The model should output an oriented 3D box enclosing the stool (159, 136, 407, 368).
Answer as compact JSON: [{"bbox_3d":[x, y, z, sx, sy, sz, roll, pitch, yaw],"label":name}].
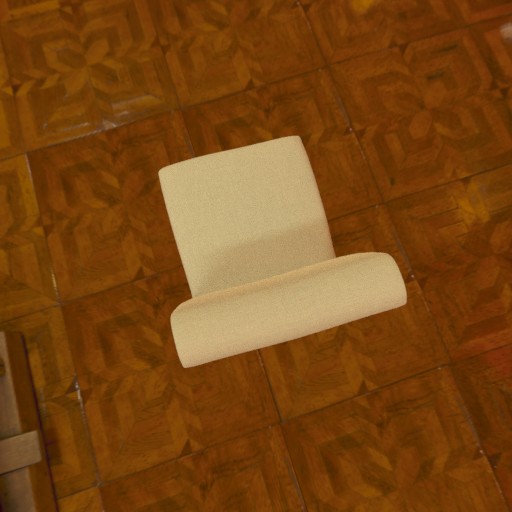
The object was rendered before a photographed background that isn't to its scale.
[{"bbox_3d":[0.000,0.000,1.419,0.452,1.124,0.597,-15,77,-4],"label":"stool"}]
